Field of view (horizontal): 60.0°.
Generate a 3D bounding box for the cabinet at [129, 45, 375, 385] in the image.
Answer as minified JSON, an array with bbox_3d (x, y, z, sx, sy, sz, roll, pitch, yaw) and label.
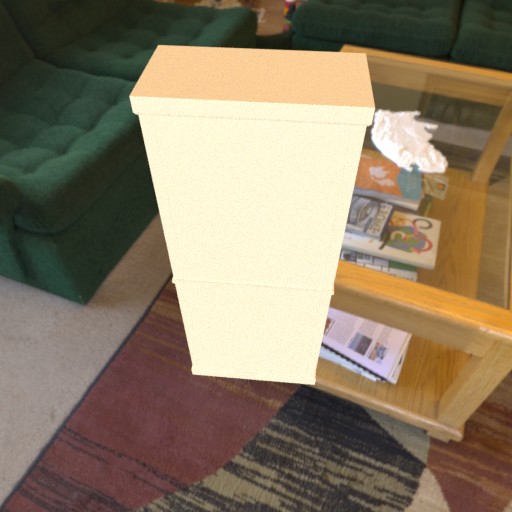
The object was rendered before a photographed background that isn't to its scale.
[{"bbox_3d":[0.000,0.000,2.159,0.754,1.829,0.390,4,48,4],"label":"cabinet"}]
